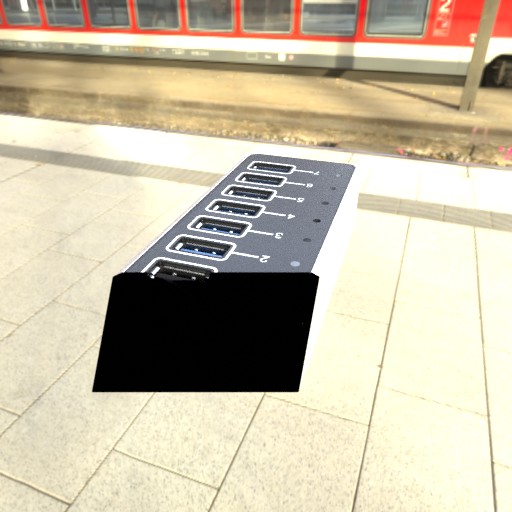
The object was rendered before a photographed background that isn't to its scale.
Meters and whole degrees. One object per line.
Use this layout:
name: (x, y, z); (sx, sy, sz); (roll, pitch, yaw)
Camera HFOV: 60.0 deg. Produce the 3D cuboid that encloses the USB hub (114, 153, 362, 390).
USB hub: (0.000, 0.000, 0.128); (0.044, 0.023, 0.110); (10, 33, 16)
